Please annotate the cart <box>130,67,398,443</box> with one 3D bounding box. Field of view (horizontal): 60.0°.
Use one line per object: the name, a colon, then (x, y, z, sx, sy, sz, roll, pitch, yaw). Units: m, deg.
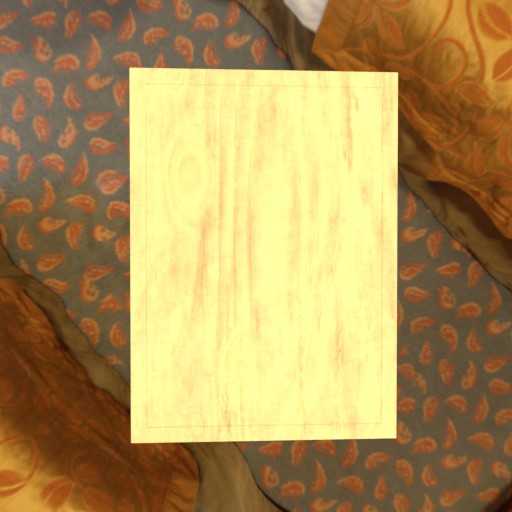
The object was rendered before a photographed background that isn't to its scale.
cart: (0.000, 0.000, 1.399, 0.567, 0.920, 0.797, 0, 91, -3)
